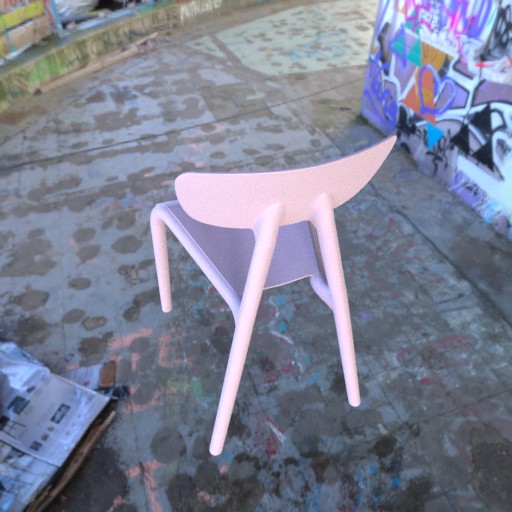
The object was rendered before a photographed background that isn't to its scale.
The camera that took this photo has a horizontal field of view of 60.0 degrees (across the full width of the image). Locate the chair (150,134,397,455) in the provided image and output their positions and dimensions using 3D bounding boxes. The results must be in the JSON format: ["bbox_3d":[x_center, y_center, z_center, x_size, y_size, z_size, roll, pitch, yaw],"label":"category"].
[{"bbox_3d":[0.000,0.000,0.812,0.356,0.580,0.401,-13,44,-14],"label":"chair"}]
